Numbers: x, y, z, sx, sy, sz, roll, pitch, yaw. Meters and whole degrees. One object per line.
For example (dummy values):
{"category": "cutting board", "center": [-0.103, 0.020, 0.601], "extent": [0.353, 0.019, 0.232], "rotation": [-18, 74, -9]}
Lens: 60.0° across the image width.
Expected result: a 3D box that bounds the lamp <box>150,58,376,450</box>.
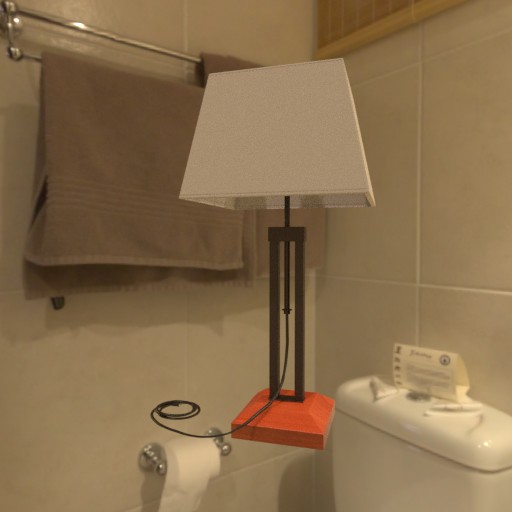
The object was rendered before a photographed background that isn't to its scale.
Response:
{"category": "lamp", "center": [0.000, 0.000, 0.975], "extent": [0.498, 0.737, 0.310], "rotation": [1, 2, 17]}
